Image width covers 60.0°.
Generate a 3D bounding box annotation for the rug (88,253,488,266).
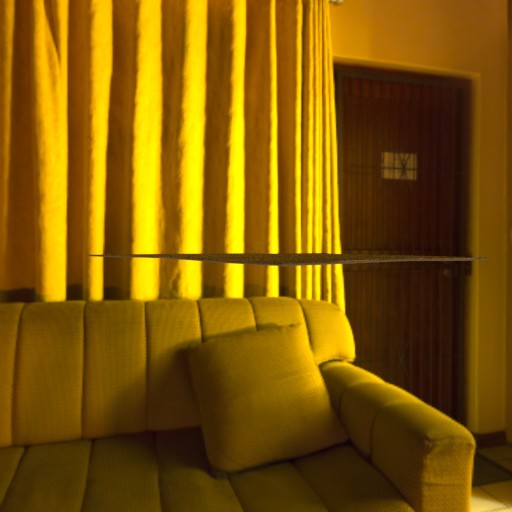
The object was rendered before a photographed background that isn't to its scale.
[{"bbox_3d":[0.000,0.000,2.239,1.145,0.021,1.777,-1,1,-37],"label":"rug"}]
